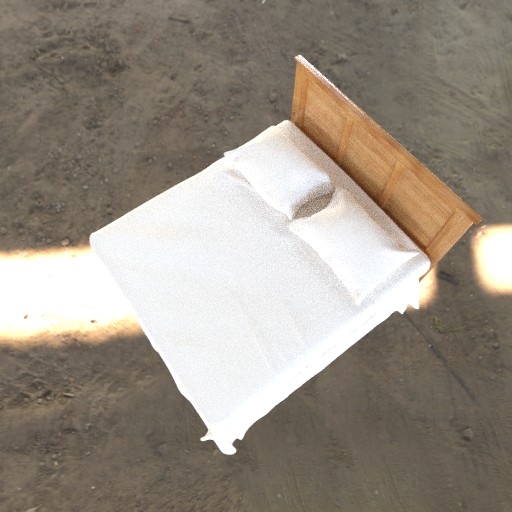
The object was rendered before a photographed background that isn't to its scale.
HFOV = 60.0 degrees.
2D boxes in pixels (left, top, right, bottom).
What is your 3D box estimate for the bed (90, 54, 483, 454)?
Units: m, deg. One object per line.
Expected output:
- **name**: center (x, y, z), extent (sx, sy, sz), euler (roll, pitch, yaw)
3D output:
- **bed**: center (0.000, 0.000, 3.126), extent (2.035, 1.273, 1.870), euler (-34, 69, -15)
